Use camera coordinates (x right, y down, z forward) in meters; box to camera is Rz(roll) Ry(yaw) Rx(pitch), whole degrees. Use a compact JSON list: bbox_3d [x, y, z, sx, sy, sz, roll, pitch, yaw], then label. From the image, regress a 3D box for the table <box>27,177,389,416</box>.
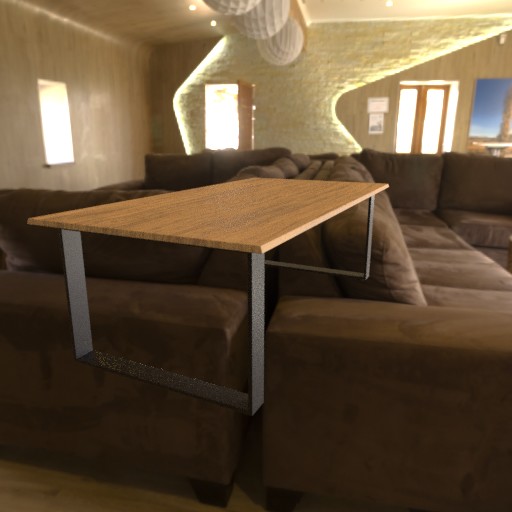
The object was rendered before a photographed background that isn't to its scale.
[{"bbox_3d":[0.000,0.000,1.655,0.693,0.445,1.331,7,17,26],"label":"table"}]
